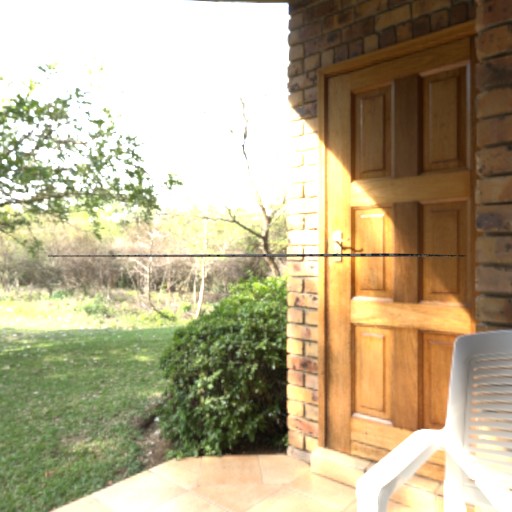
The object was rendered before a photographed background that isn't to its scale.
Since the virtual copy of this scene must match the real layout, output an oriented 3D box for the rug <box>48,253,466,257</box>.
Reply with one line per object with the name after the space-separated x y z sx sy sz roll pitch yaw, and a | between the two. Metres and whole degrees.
0.000 0.000 2.325 1.828 0.007 1.220 0 0 34 | rug
